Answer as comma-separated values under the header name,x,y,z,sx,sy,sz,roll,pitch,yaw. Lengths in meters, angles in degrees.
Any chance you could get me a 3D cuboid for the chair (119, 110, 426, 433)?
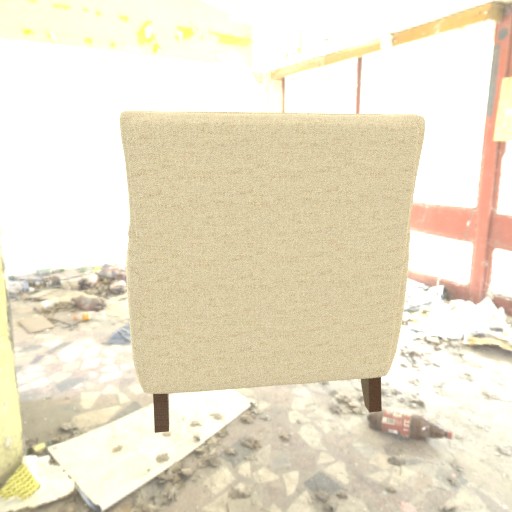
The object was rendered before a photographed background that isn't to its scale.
name,x,y,z,sx,sy,sz,roll,pitch,yaw
chair,0.000,0.000,1.617,0.870,0.943,0.823,-2,13,-9
